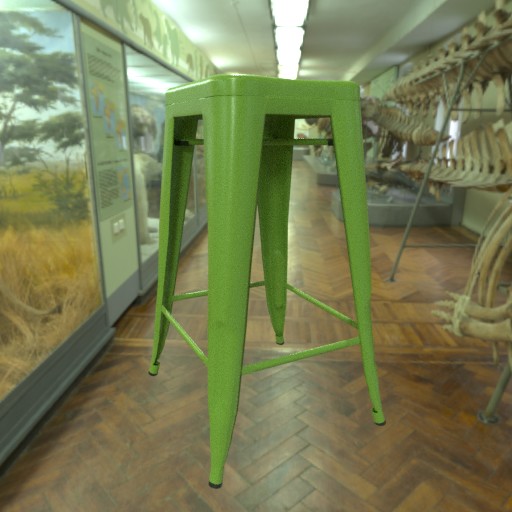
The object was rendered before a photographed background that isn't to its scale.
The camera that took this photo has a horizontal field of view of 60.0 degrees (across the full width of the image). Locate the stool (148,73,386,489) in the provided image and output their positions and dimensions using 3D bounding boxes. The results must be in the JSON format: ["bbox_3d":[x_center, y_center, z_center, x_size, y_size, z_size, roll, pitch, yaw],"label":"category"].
[{"bbox_3d":[0.000,0.000,0.846,0.358,0.609,0.398,-8,17,-26],"label":"stool"}]
